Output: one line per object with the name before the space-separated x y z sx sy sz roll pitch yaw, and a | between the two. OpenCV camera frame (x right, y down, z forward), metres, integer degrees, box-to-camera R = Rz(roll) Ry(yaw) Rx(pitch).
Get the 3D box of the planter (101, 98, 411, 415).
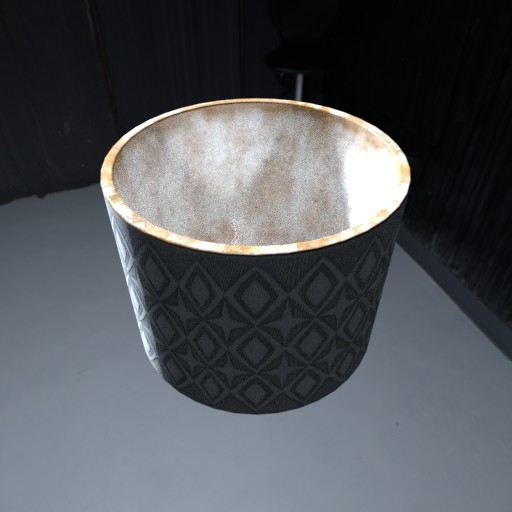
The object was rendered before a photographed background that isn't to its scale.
planter | 0.000 0.000 0.447 0.255 0.223 0.255 0 41 0
